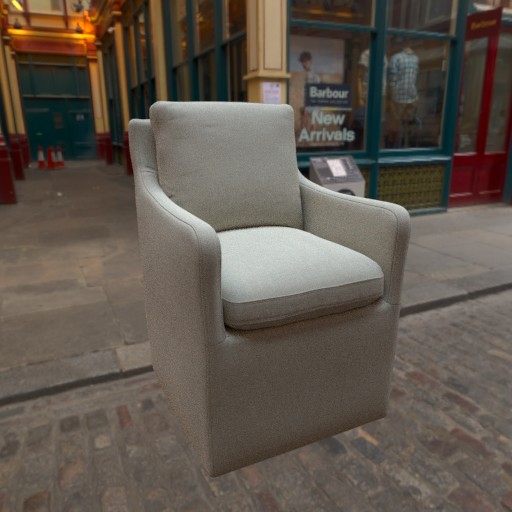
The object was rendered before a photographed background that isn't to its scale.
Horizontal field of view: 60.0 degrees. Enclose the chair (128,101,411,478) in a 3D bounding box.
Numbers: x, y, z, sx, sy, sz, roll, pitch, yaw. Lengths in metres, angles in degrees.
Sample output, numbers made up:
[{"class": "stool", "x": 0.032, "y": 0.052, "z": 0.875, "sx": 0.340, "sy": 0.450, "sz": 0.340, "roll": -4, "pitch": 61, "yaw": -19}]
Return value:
[{"class": "chair", "x": 0.000, "y": 0.000, "z": 1.362, "sx": 0.626, "sy": 0.914, "sz": 0.694, "roll": -8, "pitch": 18, "yaw": -25}]
